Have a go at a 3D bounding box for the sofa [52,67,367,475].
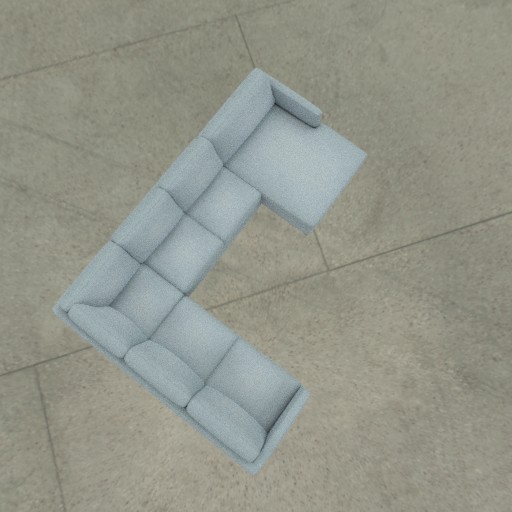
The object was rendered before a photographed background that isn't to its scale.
[{"bbox_3d":[0.000,0.000,4.702,2.551,0.889,3.403,36,80,8],"label":"sofa"}]
